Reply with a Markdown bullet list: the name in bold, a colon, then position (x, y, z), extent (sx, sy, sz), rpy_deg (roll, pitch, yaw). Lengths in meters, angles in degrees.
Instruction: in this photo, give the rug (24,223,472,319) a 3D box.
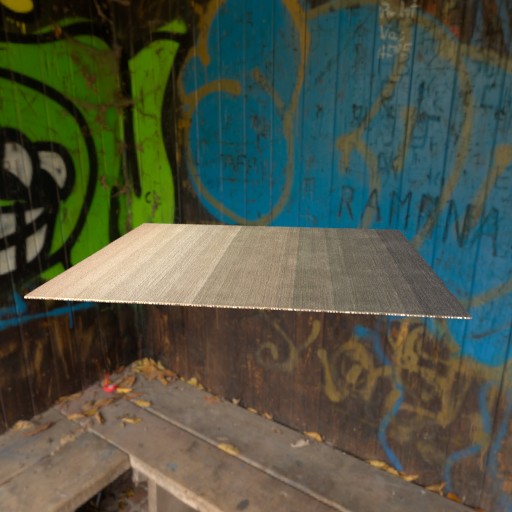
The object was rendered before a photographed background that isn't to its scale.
- **rug**: position (0.000, 0.000, 3.962), extent (2.932, 0.015, 2.315), rpy_deg (2, 17, 6)
